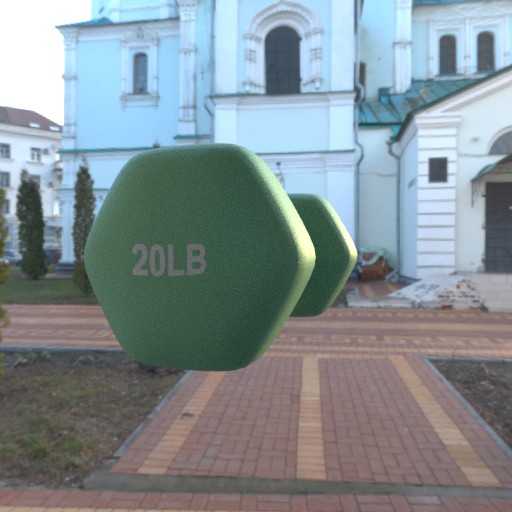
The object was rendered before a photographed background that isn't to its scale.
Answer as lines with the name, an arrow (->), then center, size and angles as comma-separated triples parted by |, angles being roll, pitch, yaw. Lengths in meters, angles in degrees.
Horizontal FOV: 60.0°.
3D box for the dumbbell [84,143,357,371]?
dumbbell -> 0.000, 0.000, 0.334 | 0.129, 0.117, 0.260 | 0, 0, 20
